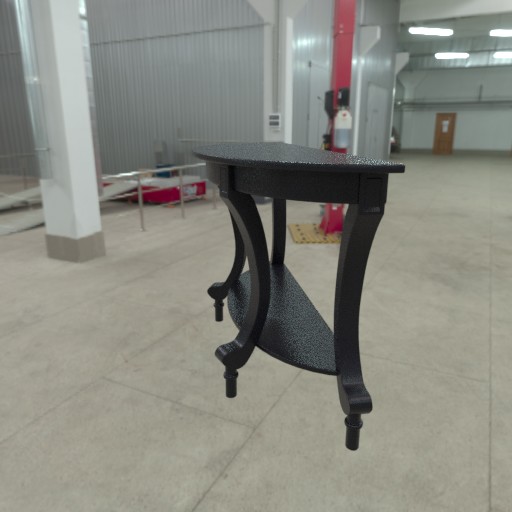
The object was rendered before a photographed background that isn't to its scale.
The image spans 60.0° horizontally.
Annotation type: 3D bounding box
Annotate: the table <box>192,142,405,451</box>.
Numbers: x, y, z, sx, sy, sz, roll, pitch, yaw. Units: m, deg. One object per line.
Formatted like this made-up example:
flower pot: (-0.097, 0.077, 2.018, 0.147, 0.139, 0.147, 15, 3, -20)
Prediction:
table: (0.000, 0.000, 1.476, 0.394, 0.692, 1.198, -2, 17, -8)
